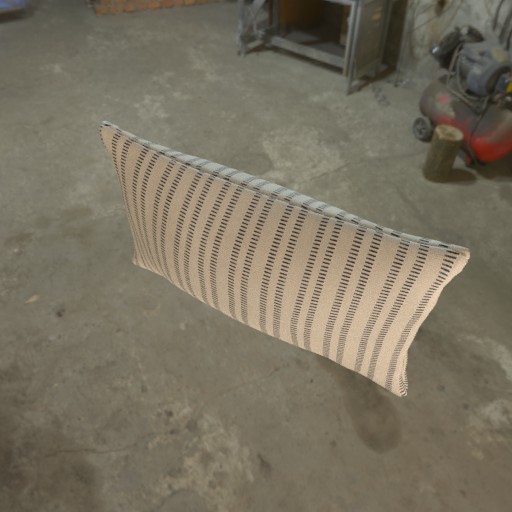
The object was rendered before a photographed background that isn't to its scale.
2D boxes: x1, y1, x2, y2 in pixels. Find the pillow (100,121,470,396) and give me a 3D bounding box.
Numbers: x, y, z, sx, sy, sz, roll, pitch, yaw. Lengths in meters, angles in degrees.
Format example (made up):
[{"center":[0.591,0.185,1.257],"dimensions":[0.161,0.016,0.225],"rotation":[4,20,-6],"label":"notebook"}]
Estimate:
[{"center":[0.000,0.000,0.790],"dimensions":[0.640,0.353,0.210],"rotation":[23,50,21],"label":"pillow"}]
